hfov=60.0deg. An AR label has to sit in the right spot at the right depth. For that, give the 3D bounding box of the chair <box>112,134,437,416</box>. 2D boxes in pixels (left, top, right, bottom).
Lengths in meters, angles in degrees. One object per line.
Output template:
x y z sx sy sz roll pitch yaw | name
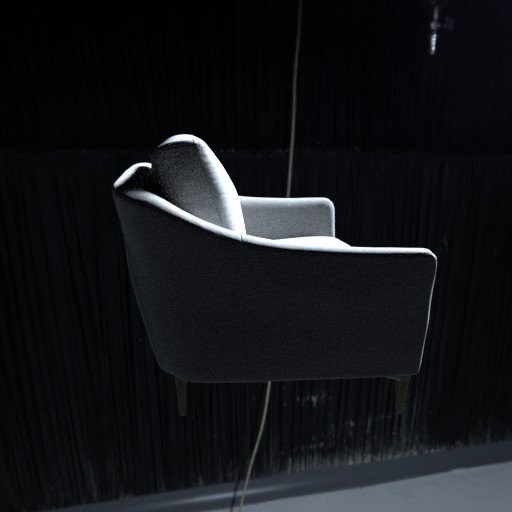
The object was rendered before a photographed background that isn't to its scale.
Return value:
0.000 0.000 1.722 0.961 0.902 0.986 -3 17 -9 | chair
